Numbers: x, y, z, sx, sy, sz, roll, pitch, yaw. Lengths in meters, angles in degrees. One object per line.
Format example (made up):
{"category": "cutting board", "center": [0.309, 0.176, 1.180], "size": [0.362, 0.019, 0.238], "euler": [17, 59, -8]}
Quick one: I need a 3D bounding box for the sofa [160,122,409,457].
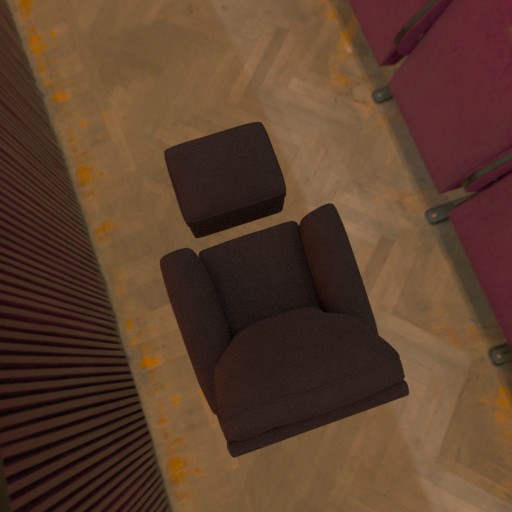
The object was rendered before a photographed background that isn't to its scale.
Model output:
{"category": "sofa", "center": [0.000, 0.000, 2.062], "size": [0.880, 0.959, 1.478], "euler": [-18, 77, -4]}
